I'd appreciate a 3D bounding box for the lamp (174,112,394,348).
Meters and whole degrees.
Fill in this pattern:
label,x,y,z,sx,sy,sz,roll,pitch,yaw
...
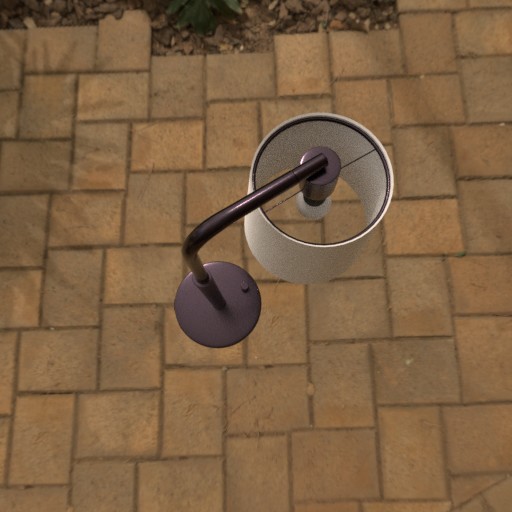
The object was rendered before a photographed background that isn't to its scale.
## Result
label,x,y,z,sx,sy,sz,roll,pitch,yaw
lamp,0.000,0.000,0.633,0.333,0.489,0.171,-30,79,-6
